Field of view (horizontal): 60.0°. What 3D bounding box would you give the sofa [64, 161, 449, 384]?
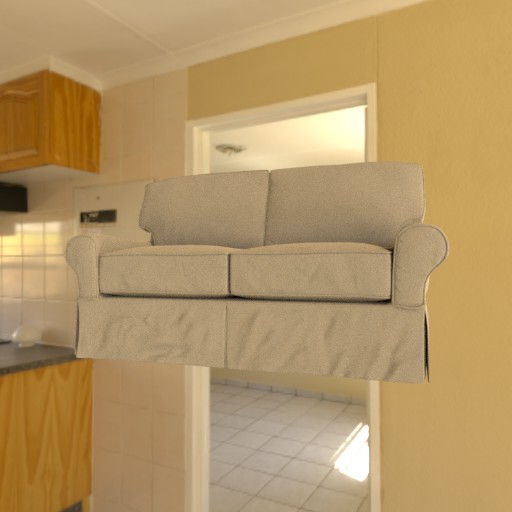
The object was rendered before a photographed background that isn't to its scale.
[{"bbox_3d":[0.000,0.000,2.342,1.823,1.024,0.841,-1,-2,19],"label":"sofa"}]
